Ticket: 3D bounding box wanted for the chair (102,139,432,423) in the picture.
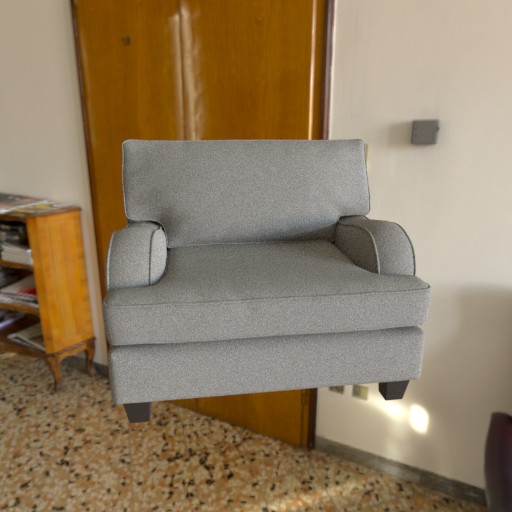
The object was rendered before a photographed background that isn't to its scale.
[{"bbox_3d":[0.000,0.000,2.020,1.220,1.016,1.040,-2,17,-8],"label":"chair"}]
